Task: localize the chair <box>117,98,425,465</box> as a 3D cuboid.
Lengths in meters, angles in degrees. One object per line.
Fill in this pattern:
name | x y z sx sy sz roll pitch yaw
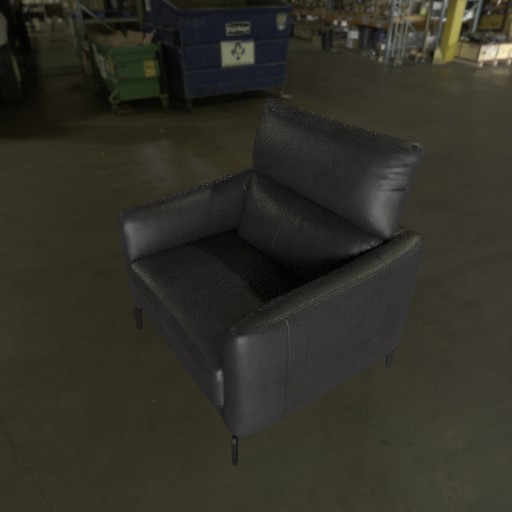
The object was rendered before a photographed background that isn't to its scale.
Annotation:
chair | 0.000 0.000 1.699 0.809 0.949 0.976 -20 38 -29
